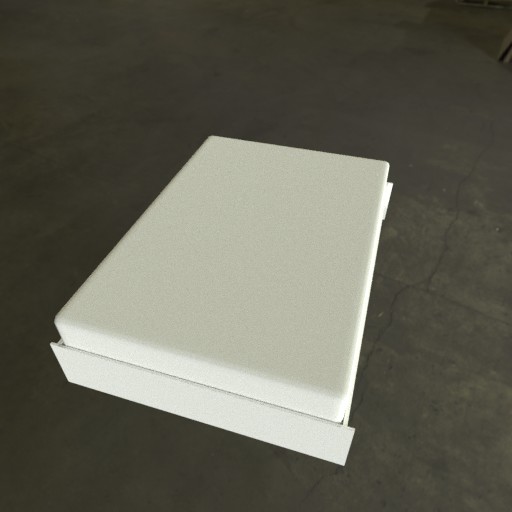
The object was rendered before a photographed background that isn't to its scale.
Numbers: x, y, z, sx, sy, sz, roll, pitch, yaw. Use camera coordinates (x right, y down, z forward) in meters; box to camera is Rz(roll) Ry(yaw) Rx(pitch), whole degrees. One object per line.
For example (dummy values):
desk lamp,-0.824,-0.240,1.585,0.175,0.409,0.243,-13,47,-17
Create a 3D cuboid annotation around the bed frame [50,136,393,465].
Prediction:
bed frame,0.000,0.000,2.689,1.445,0.497,1.945,12,43,13
